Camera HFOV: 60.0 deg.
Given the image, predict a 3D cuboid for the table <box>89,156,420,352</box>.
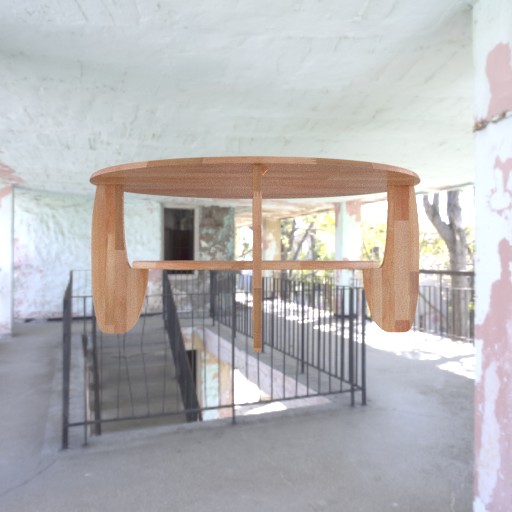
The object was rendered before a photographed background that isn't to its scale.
[{"bbox_3d":[0.000,0.000,1.415,1.040,0.490,0.690,0,0,-1],"label":"table"}]
